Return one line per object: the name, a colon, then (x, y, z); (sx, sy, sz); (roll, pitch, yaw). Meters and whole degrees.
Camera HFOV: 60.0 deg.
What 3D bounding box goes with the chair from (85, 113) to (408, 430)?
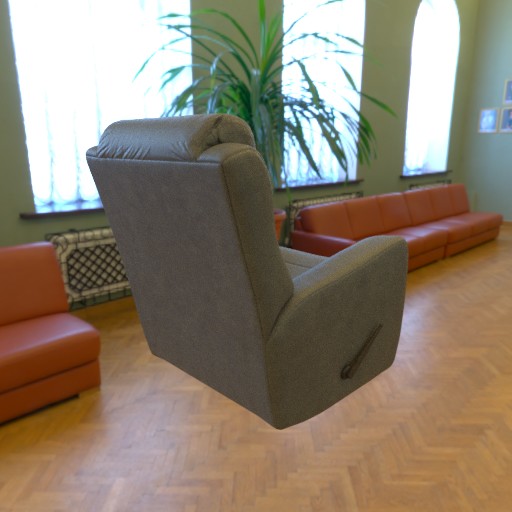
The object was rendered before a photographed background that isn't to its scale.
chair: (0.000, 0.000, 1.907); (1.068, 1.116, 0.967); (-14, 20, -43)
